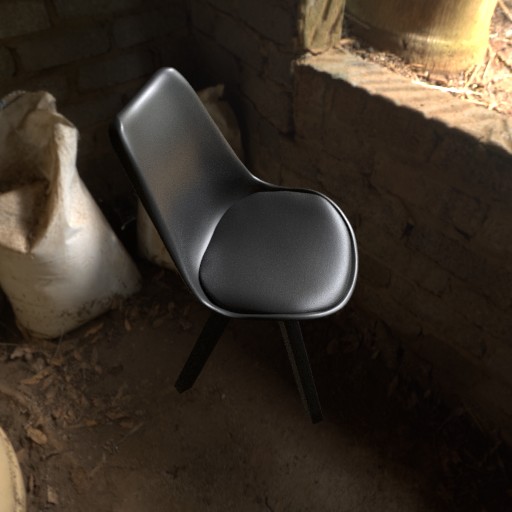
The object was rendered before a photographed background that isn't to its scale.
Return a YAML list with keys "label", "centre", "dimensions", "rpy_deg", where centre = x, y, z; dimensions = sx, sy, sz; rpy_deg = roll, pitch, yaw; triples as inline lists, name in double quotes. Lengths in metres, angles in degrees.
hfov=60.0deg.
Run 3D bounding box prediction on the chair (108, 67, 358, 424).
- label: "chair"
  centre: [0.000, 0.000, 1.168]
  dimensions: [0.530, 0.850, 0.485]
  rpy_deg: [10, 47, 9]
